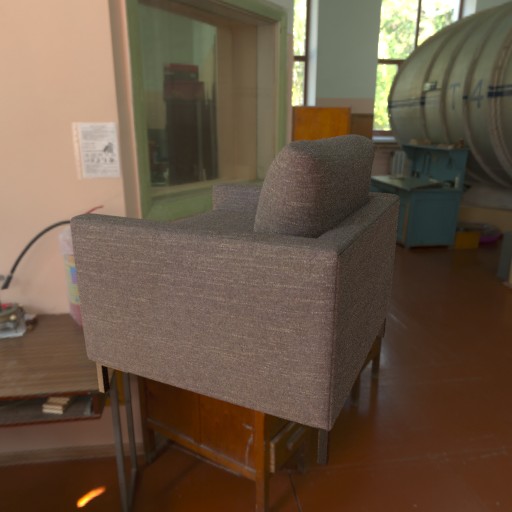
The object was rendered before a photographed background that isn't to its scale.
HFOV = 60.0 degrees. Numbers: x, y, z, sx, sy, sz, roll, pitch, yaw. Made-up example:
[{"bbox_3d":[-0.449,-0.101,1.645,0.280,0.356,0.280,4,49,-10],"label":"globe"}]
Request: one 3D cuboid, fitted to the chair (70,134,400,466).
[{"bbox_3d":[0.000,0.000,1.597,0.845,0.841,0.940,8,18,25],"label":"chair"}]
